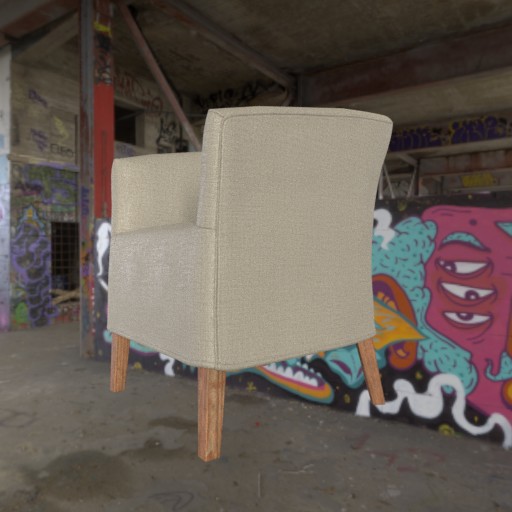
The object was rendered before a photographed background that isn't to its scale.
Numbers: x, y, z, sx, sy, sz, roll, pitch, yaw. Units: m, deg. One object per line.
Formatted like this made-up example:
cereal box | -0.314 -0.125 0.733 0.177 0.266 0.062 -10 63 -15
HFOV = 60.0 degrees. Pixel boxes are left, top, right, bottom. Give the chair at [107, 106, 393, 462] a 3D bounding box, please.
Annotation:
chair | 0.000 0.000 1.238 0.668 0.771 0.600 0 0 -36
